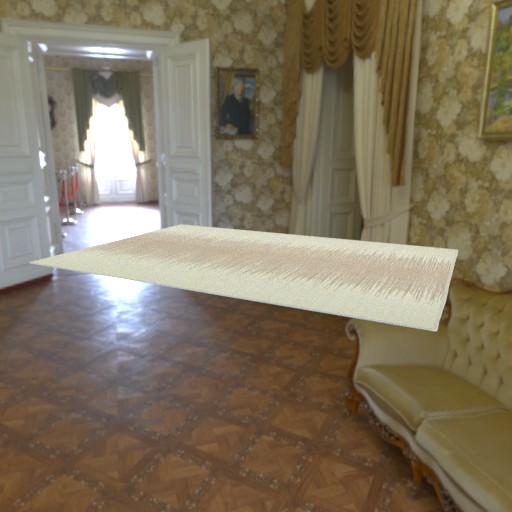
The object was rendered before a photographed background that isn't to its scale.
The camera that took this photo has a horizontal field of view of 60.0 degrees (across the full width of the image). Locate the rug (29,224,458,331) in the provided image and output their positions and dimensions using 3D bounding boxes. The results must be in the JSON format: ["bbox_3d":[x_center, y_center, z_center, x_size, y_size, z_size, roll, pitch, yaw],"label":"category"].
[{"bbox_3d":[0.000,0.000,2.279,1.850,0.006,1.234,7,15,26],"label":"rug"}]
